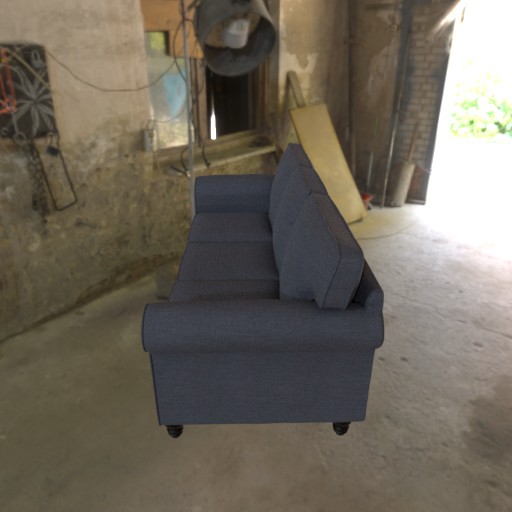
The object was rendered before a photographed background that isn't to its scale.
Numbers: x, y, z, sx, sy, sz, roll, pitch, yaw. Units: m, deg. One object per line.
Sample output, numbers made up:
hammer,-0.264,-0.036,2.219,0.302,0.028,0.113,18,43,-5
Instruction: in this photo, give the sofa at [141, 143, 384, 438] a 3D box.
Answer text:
sofa,0.000,0.000,2.610,0.909,0.966,2.084,0,25,-1
